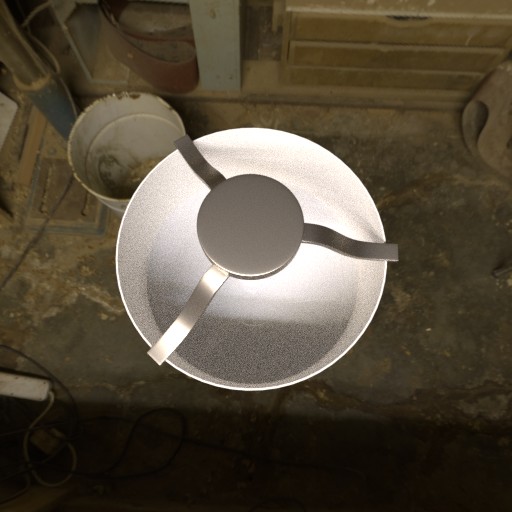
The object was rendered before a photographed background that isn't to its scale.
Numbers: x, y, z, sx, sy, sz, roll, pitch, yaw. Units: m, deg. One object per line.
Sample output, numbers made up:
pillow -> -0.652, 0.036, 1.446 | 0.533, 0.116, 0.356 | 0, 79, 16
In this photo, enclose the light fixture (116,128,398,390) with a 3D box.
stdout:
light fixture -> 0.000, 0.000, 0.661 | 0.395, 0.304, 0.395 | 0, 76, 0
